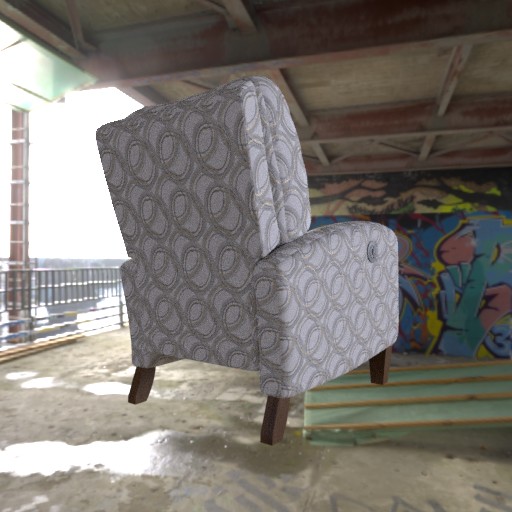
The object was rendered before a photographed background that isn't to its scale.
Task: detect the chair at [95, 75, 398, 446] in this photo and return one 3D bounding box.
[{"bbox_3d":[0.000,0.000,1.713,0.796,1.065,0.995,0,0,36],"label":"chair"}]
